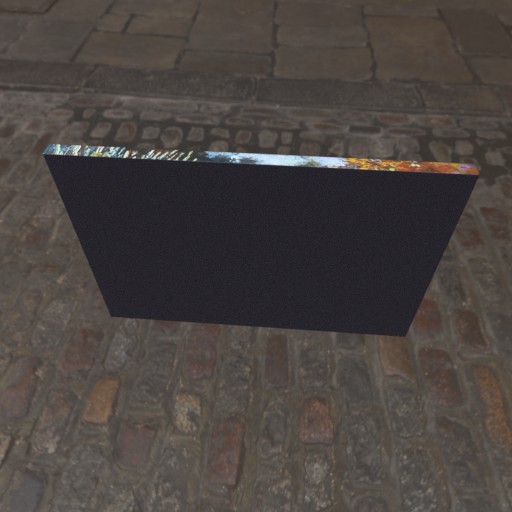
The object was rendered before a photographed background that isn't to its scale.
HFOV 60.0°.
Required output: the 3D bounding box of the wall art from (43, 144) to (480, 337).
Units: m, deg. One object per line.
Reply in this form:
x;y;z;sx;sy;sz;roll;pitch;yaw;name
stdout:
0.000;0.000;1.153;0.908;0.604;0.037;3;48;3;wall art
